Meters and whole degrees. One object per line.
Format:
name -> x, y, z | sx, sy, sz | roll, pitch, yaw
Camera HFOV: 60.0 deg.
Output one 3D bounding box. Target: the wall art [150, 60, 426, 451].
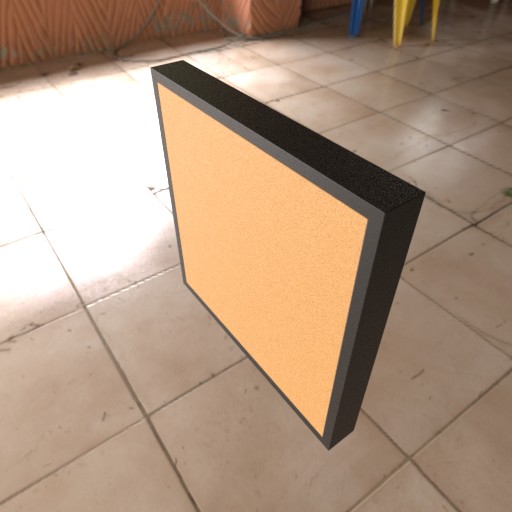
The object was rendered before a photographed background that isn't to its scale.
wall art -> 0.000, 0.000, 0.458 | 0.038, 0.304, 0.304 | -26, 48, -26
